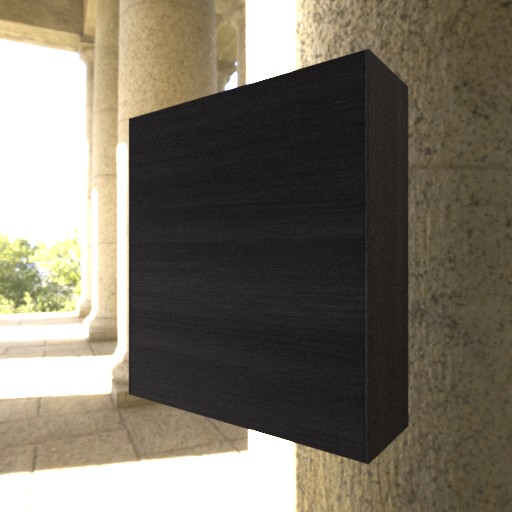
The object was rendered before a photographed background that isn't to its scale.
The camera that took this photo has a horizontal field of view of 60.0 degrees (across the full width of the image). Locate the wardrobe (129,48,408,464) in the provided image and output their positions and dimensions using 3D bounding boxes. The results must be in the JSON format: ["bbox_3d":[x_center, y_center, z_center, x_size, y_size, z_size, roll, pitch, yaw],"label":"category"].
[{"bbox_3d":[0.000,0.000,2.862,1.780,1.960,0.629,0,0,37],"label":"wardrobe"}]
